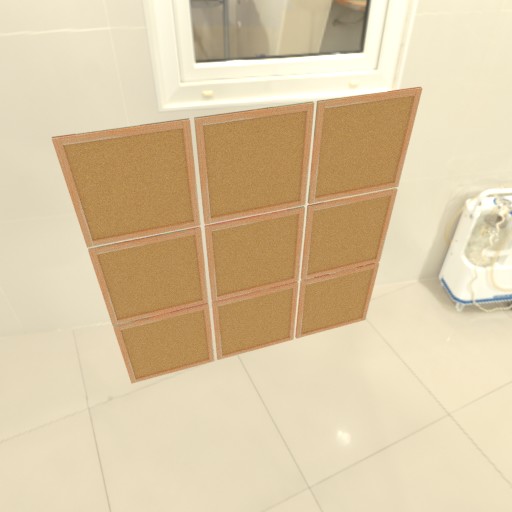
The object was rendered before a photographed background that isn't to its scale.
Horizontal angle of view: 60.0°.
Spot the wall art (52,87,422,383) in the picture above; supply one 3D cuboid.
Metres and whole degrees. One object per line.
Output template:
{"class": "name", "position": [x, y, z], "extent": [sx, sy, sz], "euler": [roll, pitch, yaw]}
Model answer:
{"class": "wall art", "position": [0.000, 0.000, 1.797], "extent": [1.216, 1.220, 0.013], "euler": [-12, 43, -14]}
